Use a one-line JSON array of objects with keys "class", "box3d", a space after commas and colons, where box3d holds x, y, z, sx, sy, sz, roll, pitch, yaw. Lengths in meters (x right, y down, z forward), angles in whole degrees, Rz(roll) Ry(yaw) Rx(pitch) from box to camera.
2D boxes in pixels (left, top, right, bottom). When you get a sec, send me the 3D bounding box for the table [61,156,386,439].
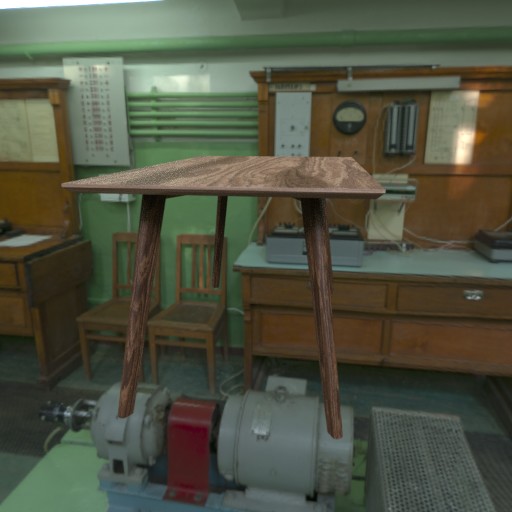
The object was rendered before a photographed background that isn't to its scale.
[{"class": "table", "box3d": [0.000, 0.000, 1.810, 0.801, 0.724, 1.349, 2, 16, 8]}]
